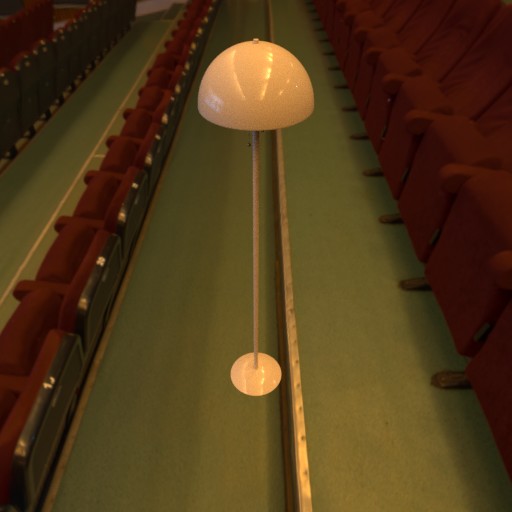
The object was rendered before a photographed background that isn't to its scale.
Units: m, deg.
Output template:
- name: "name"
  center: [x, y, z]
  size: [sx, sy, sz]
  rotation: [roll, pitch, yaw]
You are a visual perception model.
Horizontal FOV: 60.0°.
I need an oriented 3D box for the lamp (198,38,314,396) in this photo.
- name: "lamp"
  center: [0.000, 0.000, 1.629]
  size: [0.328, 1.480, 0.328]
  rotation: [0, 41, 0]
